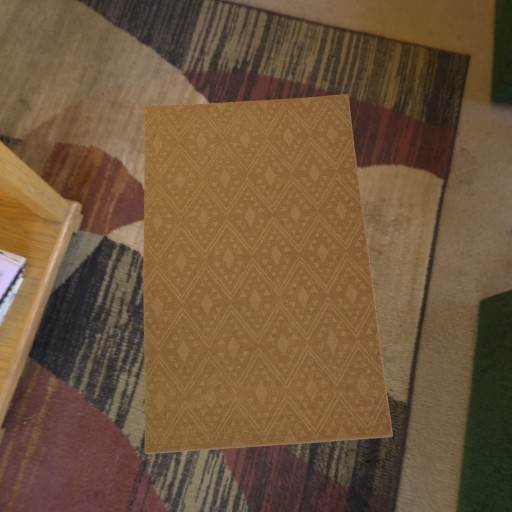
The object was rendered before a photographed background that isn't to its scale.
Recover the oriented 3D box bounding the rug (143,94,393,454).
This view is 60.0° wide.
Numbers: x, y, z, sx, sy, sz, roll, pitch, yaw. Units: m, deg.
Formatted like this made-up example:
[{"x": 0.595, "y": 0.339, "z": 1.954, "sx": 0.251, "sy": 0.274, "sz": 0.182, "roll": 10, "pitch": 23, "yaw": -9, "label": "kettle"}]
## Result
[{"x": 0.000, "y": 0.000, "z": 3.051, "sx": 1.553, "sy": 0.053, "sz": 2.430, "roll": -4, "pitch": 75, "yaw": -1, "label": "rug"}]
